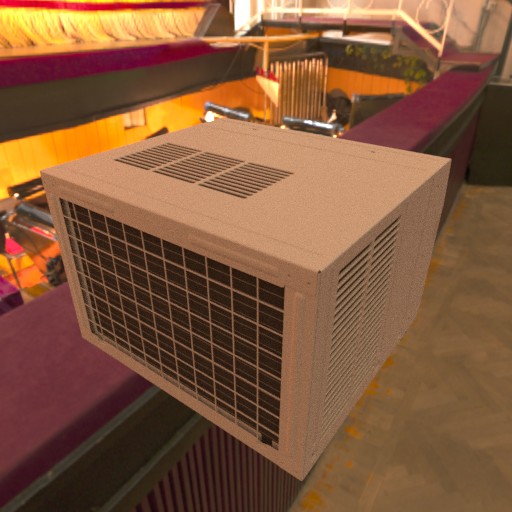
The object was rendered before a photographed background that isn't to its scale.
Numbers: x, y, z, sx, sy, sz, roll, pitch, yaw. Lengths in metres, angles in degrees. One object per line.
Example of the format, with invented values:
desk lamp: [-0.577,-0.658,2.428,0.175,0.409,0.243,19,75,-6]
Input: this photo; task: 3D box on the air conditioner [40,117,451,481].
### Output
air conditioner: [0.000,0.000,1.043,0.645,0.455,0.599,20,36,31]
